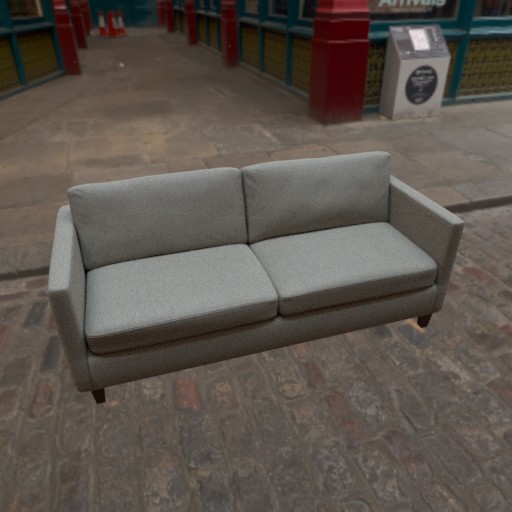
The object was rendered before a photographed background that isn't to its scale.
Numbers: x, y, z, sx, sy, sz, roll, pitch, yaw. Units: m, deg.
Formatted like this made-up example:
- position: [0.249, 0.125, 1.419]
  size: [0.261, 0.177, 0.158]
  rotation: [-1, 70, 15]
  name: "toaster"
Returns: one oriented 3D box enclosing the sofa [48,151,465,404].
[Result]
- position: [0.000, 0.000, 2.693]
  size: [2.208, 0.963, 0.956]
  rotation: [-9, 32, -15]
  name: "sofa"
